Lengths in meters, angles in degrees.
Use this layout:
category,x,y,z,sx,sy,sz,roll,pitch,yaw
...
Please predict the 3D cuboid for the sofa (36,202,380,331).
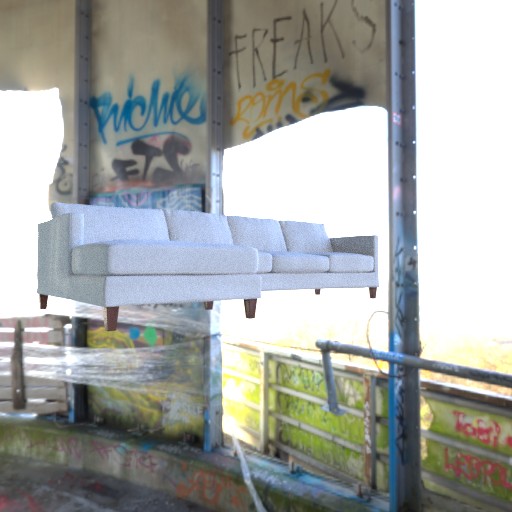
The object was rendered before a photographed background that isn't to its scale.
category,x,y,z,sx,sy,sz,roll,pitch,yaw
sofa,0.000,0.000,3.858,3.186,0.861,1.625,1,-2,-38
